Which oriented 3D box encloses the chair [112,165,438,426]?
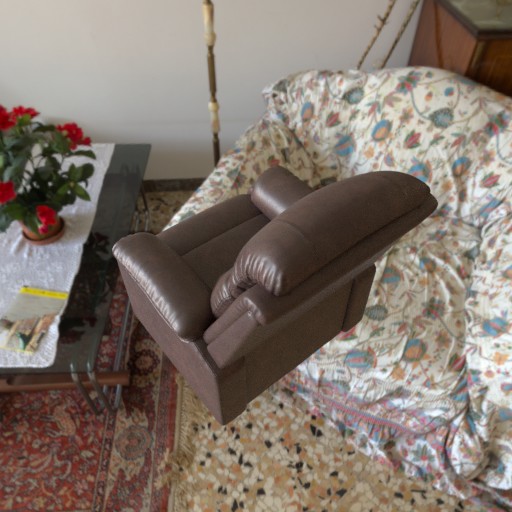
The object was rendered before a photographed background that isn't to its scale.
[{"bbox_3d":[0.000,0.000,1.682,0.855,0.992,0.919,-30,53,-26],"label":"chair"}]
